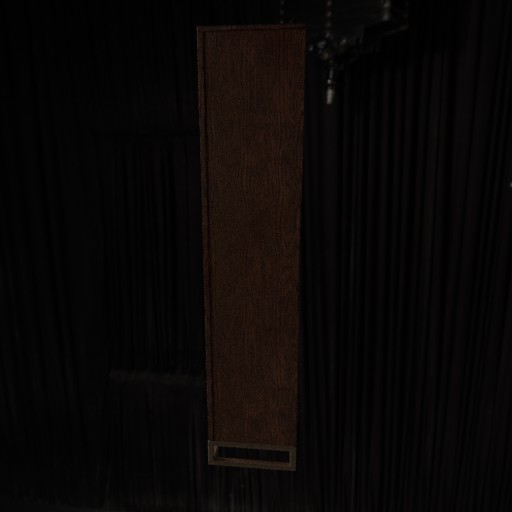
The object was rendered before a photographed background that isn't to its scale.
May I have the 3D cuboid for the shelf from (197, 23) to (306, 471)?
[{"bbox_3d":[0.000,0.000,1.955,0.395,1.732,0.539,1,14,6],"label":"shelf"}]
